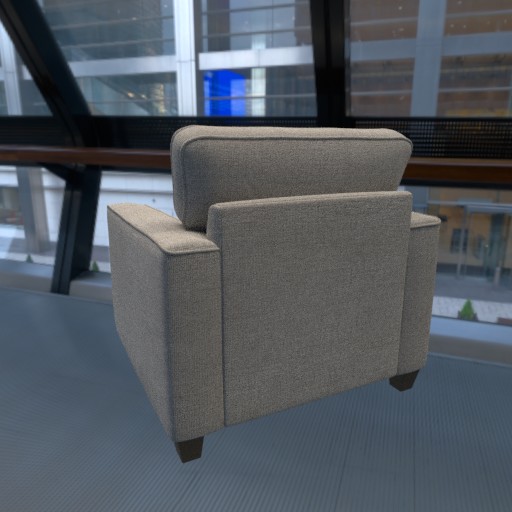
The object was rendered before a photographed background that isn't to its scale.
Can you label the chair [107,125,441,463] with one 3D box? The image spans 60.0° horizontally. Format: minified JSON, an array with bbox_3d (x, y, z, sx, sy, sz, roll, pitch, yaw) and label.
[{"bbox_3d":[0.000,0.000,1.756,1.015,0.965,0.939,-7,16,-26],"label":"chair"}]
